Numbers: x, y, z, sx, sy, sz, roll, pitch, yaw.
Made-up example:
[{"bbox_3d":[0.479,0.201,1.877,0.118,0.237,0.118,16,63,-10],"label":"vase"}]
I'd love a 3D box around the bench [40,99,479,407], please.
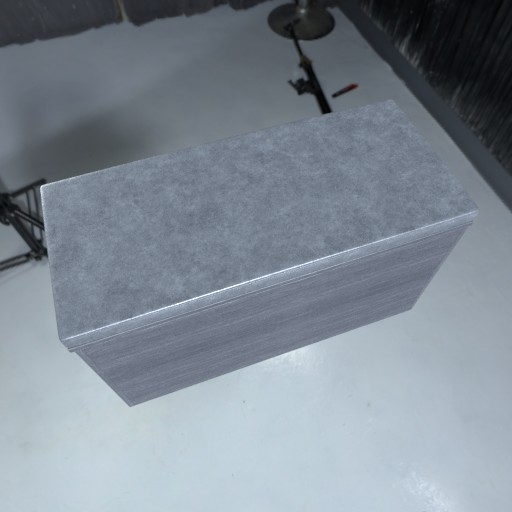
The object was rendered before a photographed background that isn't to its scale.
[{"bbox_3d":[0.000,0.000,1.193,0.905,0.501,0.401,-17,59,-10],"label":"bench"}]
